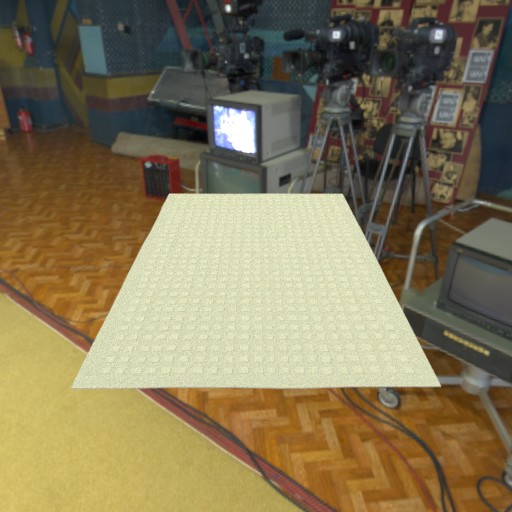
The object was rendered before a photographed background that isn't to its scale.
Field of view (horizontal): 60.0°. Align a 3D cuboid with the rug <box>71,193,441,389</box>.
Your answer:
[{"bbox_3d":[0.000,0.000,2.136,1.143,0.006,1.747,0,28,0],"label":"rug"}]
